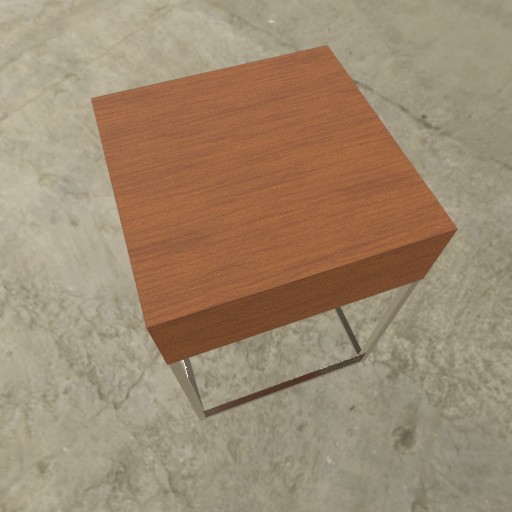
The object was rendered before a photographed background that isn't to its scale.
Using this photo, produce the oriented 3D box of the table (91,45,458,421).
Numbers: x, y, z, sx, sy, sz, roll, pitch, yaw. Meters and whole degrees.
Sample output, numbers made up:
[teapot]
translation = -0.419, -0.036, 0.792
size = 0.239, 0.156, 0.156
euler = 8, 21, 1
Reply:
[table]
translation = 0.000, 0.000, 0.850
size = 0.397, 0.540, 0.398
euler = -17, 61, -10
